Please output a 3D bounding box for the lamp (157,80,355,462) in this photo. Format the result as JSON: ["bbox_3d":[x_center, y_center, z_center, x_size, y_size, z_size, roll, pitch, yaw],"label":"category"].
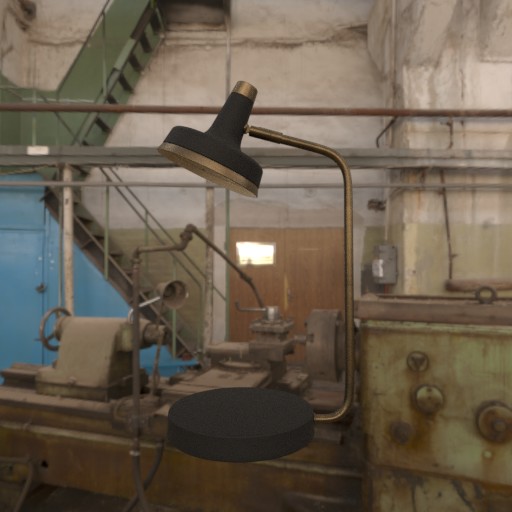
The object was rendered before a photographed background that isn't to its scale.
[{"bbox_3d":[0.000,0.000,0.492,0.218,0.385,0.162,0,0,1],"label":"lamp"}]
